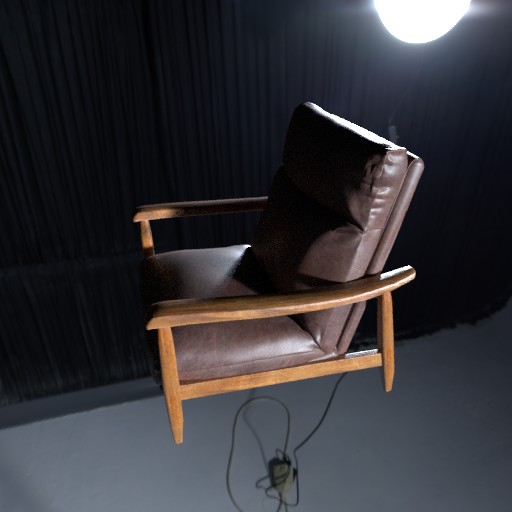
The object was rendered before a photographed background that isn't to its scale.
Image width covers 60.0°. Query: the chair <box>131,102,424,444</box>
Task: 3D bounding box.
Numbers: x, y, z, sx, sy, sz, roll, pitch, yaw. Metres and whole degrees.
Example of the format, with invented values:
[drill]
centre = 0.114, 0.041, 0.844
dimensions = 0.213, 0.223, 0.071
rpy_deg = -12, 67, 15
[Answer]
[chair]
centre = 0.000, 0.000, 1.551
dimensions = 0.830, 0.897, 0.782
rpy_deg = -8, 31, -14
